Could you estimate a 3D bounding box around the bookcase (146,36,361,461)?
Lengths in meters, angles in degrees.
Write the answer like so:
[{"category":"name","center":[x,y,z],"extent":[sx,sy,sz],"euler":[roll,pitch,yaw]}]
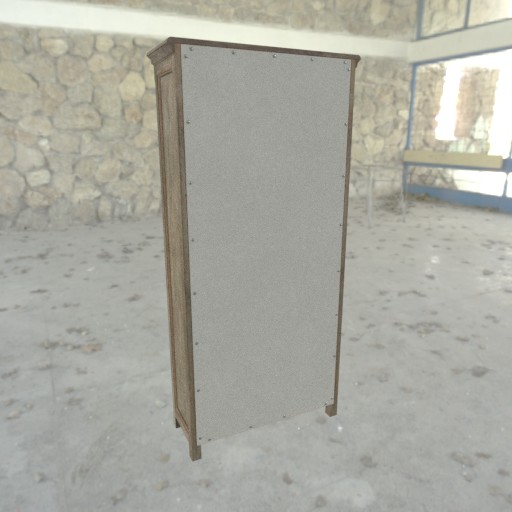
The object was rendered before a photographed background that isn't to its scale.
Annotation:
[{"category":"bookcase","center":[0.000,0.000,2.231],"extent":[0.906,1.880,0.348],"euler":[-7,17,-25]}]
